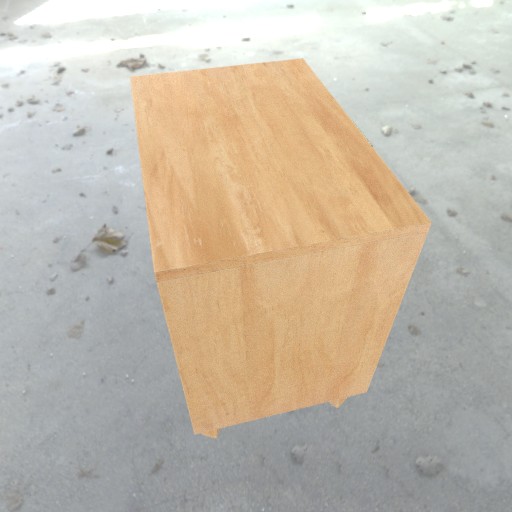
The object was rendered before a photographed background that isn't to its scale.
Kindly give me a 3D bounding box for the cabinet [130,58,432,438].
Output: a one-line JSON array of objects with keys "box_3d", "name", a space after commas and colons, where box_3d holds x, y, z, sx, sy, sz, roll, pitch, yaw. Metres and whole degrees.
[{"box_3d": [0.000, 0.000, 0.969, 0.394, 0.599, 0.551, -10, 47, -10], "name": "cabinet"}]
